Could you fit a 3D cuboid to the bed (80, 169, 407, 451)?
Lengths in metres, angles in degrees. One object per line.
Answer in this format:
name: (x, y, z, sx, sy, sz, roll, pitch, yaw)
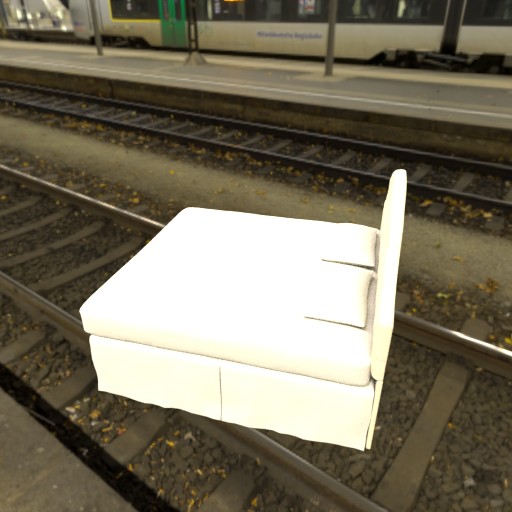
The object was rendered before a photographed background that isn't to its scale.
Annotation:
bed: (0.000, 0.000, 3.574, 2.086, 1.555, 2.012, 8, 30, 14)
